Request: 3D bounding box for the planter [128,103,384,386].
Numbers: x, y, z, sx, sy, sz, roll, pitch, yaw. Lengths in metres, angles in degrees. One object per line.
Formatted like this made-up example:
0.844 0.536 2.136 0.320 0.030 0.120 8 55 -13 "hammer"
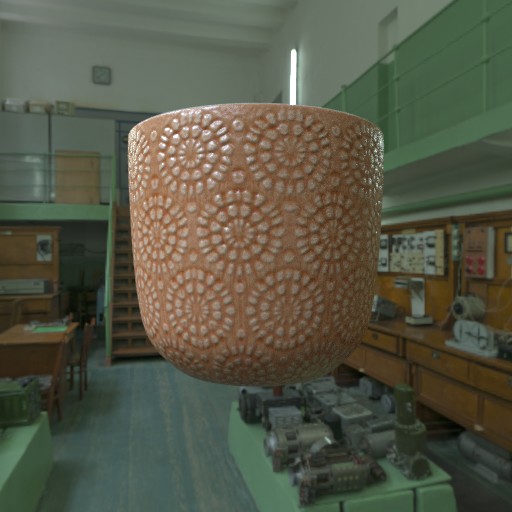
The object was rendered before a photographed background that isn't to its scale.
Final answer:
0.000 0.000 0.375 0.208 0.190 0.208 0 0 0 "planter"
